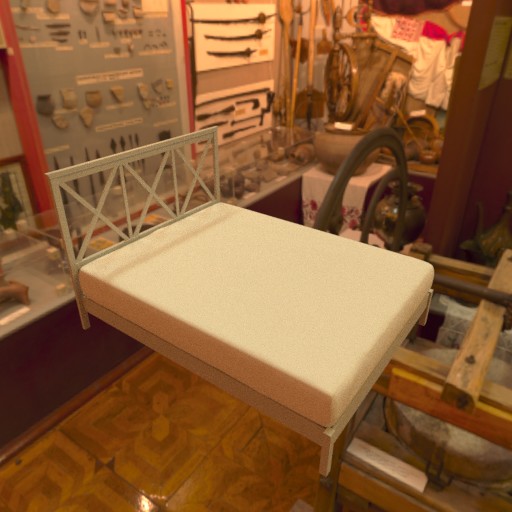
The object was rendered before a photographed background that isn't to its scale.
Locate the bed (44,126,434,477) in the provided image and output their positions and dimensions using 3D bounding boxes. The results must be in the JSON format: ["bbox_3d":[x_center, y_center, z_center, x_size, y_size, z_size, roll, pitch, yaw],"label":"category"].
[{"bbox_3d":[0.000,0.000,3.177,2.135,1.253,1.673,20,34,31],"label":"bed"}]
